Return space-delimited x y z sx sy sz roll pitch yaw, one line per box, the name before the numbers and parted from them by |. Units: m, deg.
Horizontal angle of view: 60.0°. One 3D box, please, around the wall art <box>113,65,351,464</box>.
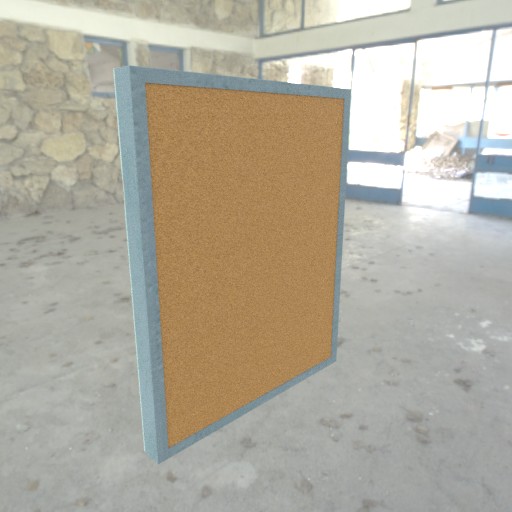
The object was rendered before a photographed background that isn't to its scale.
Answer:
wall art | 0.000 0.000 0.689 0.409 0.509 0.037 -15 22 -42
